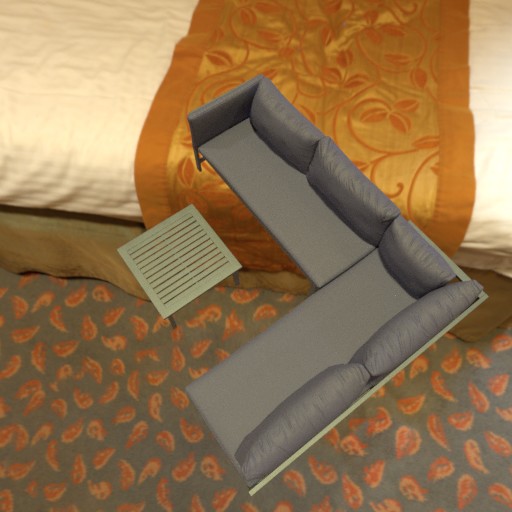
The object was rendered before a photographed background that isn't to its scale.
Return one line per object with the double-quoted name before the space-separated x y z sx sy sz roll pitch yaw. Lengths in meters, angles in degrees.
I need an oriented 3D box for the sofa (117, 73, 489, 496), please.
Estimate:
"sofa" 0.000 0.000 2.866 1.658 0.762 2.149 -34 69 -15
